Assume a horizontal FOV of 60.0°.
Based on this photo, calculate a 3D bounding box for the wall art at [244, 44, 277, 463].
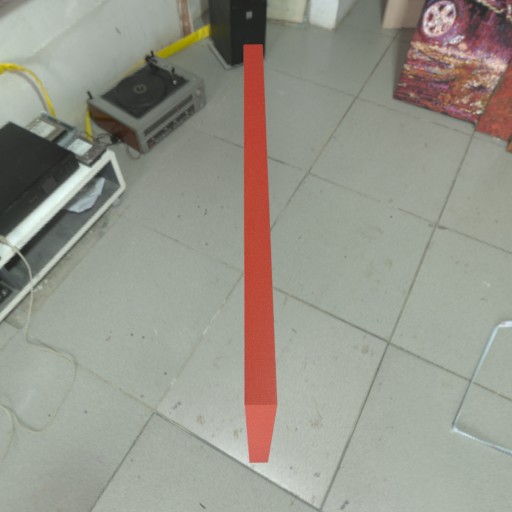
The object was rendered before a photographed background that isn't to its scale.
[{"bbox_3d":[0.000,0.000,0.772,0.033,0.405,0.607,-1,58,0],"label":"wall art"}]
